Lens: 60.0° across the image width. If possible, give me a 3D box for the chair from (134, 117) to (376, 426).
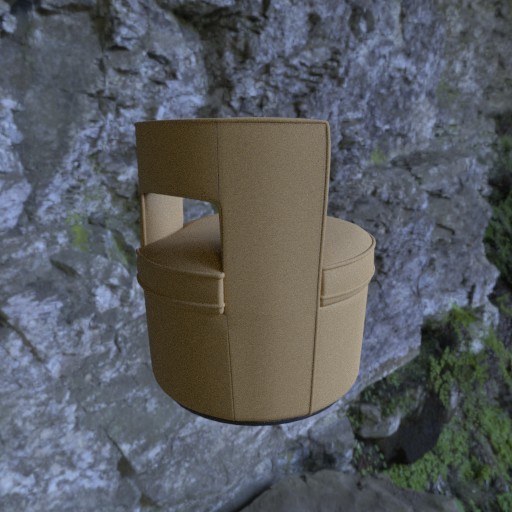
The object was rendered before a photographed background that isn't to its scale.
[{"bbox_3d":[0.000,0.000,1.260,0.665,0.723,0.650,-14,20,-43],"label":"chair"}]
